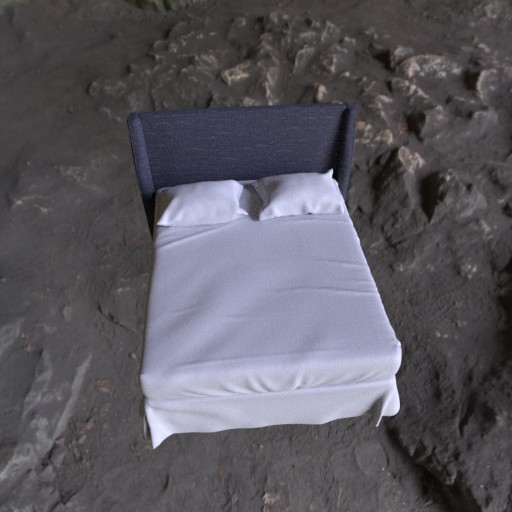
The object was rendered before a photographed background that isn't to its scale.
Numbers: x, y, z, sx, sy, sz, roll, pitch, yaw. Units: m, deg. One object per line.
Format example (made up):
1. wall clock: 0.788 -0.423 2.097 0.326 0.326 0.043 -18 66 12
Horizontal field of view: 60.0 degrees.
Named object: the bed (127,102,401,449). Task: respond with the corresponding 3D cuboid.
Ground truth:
1. bed: 0.000 0.000 3.402 1.925 1.332 2.276 -4 46 -4
